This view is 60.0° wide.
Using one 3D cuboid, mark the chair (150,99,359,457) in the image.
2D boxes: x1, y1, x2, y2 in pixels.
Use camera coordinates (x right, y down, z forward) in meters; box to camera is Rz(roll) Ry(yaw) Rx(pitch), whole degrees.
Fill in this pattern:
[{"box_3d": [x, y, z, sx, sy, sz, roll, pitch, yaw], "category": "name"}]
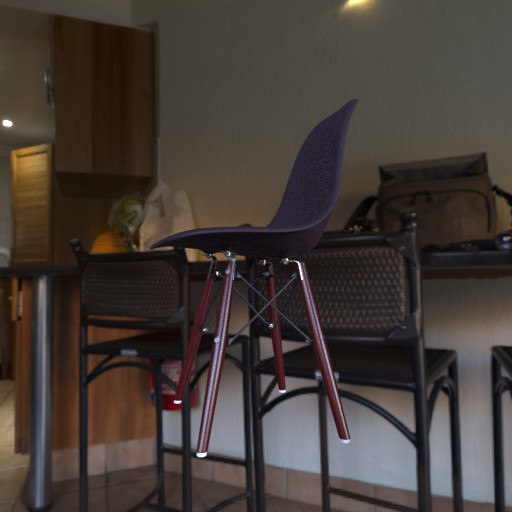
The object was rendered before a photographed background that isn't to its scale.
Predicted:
[{"box_3d": [0.000, 0.000, 1.147, 0.533, 0.826, 0.470, 1, -2, -18], "category": "chair"}]
